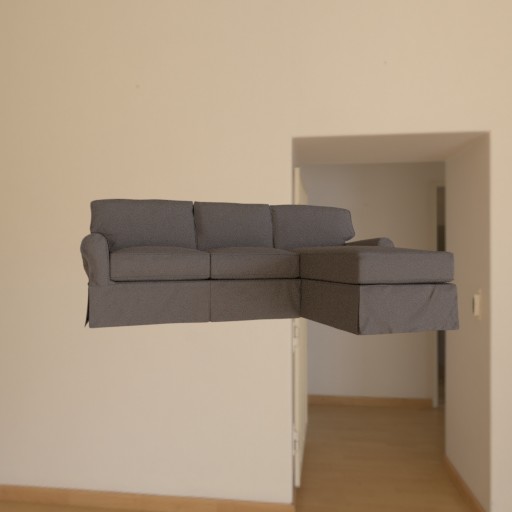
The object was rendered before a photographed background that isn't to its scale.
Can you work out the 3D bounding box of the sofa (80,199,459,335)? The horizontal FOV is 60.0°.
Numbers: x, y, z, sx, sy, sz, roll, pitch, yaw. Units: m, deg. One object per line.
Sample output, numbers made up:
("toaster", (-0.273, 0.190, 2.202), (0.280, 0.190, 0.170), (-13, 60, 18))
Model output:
("sofa", (0.000, 0.000, 3.342), (2.475, 0.978, 1.733), (0, 0, -18))
